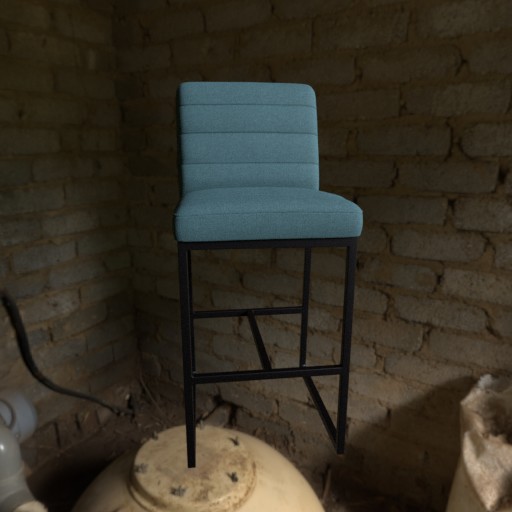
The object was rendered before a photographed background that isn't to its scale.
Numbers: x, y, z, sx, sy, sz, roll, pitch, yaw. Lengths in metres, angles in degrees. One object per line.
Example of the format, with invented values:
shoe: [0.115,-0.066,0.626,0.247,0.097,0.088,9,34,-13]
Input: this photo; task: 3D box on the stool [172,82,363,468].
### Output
stool: [0.000,0.000,1.338,0.460,1.040,0.560,-2,15,-7]
